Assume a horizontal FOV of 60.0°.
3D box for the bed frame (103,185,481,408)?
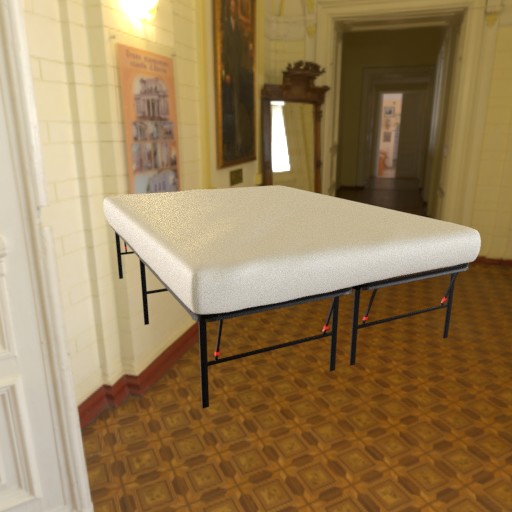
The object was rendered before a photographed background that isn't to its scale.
[{"bbox_3d":[0.000,0.000,2.879,1.584,0.667,2.151,-8,18,-26],"label":"bed frame"}]
